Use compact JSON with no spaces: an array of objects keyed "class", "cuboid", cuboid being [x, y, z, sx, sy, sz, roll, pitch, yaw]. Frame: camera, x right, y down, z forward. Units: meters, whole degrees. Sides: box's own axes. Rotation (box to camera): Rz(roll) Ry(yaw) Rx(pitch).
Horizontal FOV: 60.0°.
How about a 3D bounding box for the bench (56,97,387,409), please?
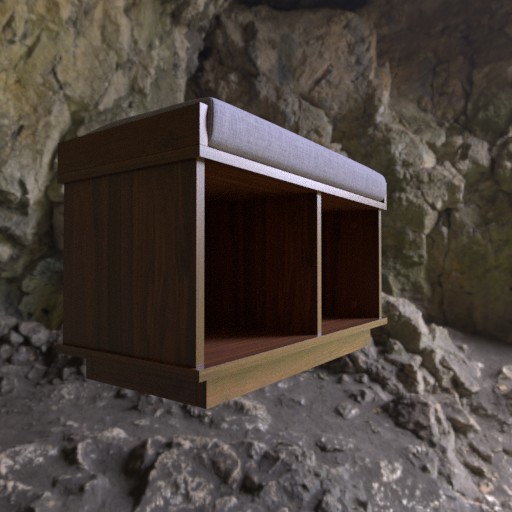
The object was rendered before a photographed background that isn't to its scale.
[{"class":"bench","cuboid":[0.000,0.000,0.995,0.362,0.461,0.734,-1,-1,36]}]
